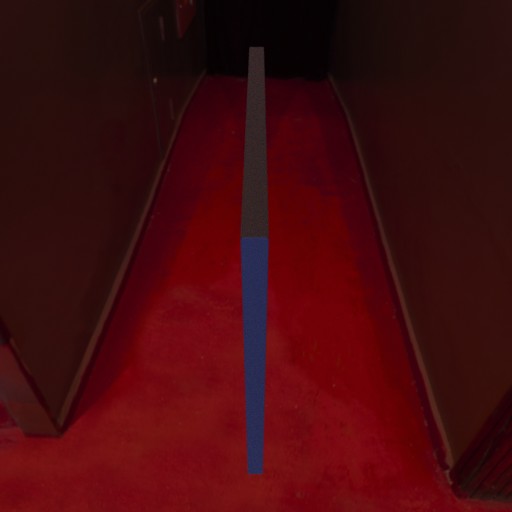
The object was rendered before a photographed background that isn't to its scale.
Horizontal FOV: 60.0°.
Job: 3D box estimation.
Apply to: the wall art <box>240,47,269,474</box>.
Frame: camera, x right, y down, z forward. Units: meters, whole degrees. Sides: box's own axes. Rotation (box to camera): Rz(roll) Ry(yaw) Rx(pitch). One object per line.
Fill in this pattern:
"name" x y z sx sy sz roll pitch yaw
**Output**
"wall art" 0.000 0.000 1.118 0.037 0.763 0.763 0 42 0
